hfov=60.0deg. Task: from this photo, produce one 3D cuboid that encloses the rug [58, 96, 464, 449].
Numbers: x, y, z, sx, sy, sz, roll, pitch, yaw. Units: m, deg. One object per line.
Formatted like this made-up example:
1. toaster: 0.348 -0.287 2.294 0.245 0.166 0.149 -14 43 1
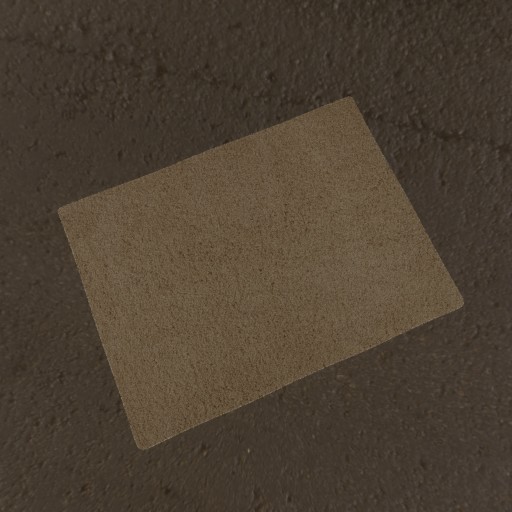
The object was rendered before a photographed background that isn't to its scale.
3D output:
1. rug: 0.000 0.000 2.112 1.600 0.025 1.199 -23 77 -6
